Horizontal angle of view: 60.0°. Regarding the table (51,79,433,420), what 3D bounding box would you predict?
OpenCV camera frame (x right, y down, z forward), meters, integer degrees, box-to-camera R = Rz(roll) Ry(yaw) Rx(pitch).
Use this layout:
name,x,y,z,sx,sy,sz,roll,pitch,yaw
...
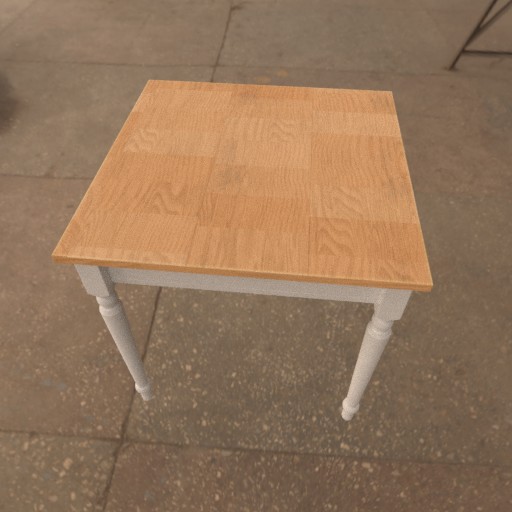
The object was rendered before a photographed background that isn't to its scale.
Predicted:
name,x,y,z,sx,sy,sz,roll,pitch,yaw
table,0.000,0.000,1.381,0.747,0.738,0.747,4,48,4
